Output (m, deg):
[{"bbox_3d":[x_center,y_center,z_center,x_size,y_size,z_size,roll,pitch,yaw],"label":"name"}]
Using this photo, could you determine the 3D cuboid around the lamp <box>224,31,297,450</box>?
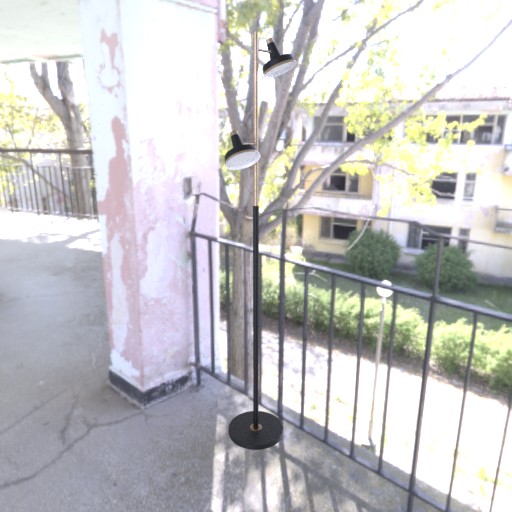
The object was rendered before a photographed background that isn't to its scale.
[{"bbox_3d":[0.000,0.000,1.819,0.253,1.674,0.351,14,21,41],"label":"lamp"}]
